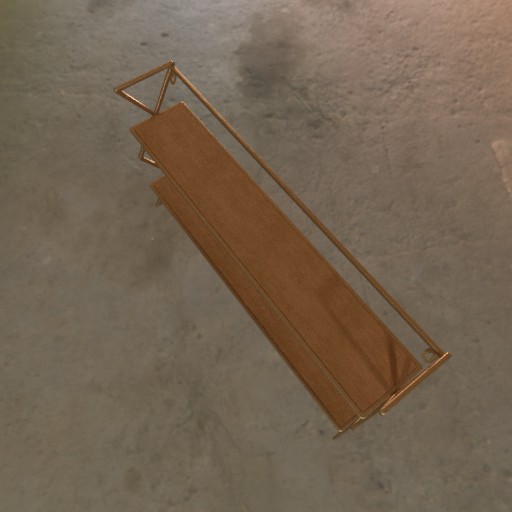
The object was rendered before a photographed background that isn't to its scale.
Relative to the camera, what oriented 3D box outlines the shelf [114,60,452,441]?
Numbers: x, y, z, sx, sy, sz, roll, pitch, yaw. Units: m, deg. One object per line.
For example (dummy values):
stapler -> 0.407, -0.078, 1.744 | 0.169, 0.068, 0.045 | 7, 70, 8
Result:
shelf -> 0.000, 0.000, 1.014 | 0.150, 0.450, 0.822 | -33, 68, -16
